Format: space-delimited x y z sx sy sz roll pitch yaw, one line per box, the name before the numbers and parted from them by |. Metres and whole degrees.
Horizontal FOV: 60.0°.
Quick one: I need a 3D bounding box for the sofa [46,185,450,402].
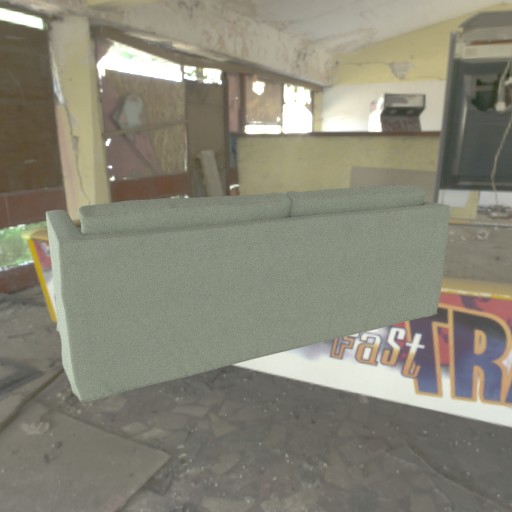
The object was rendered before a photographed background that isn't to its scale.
sofa | 0.000 0.000 2.745 2.312 0.853 0.962 -7 16 -27
